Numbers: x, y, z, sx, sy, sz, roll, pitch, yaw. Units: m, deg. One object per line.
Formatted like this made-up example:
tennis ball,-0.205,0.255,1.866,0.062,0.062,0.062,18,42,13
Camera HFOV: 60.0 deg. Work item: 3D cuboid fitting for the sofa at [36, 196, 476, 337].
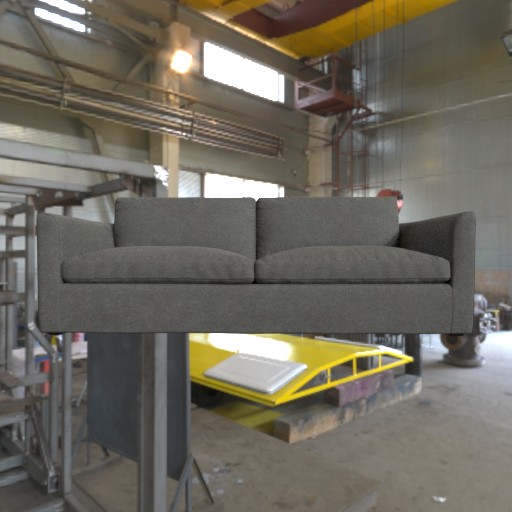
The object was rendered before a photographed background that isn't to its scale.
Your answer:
sofa,0.000,0.000,2.777,2.257,0.838,1.092,0,0,1
